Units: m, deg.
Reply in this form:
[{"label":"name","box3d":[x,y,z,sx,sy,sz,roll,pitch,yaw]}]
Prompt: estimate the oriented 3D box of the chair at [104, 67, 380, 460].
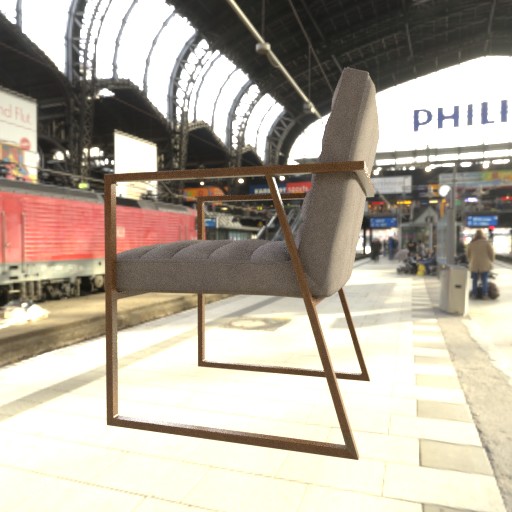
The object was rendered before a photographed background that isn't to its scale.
[{"label":"chair","box3d":[0.000,0.000,1.291,0.682,0.843,0.578,1,2,17]}]
